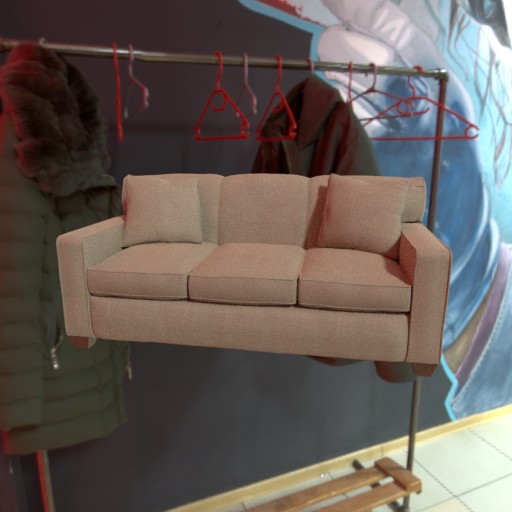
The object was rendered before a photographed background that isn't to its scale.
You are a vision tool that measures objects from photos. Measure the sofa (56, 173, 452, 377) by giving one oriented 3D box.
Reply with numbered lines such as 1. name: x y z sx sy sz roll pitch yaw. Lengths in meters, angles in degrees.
1. sofa: 0.000 0.000 2.662 2.024 0.958 0.997 2 14 10
